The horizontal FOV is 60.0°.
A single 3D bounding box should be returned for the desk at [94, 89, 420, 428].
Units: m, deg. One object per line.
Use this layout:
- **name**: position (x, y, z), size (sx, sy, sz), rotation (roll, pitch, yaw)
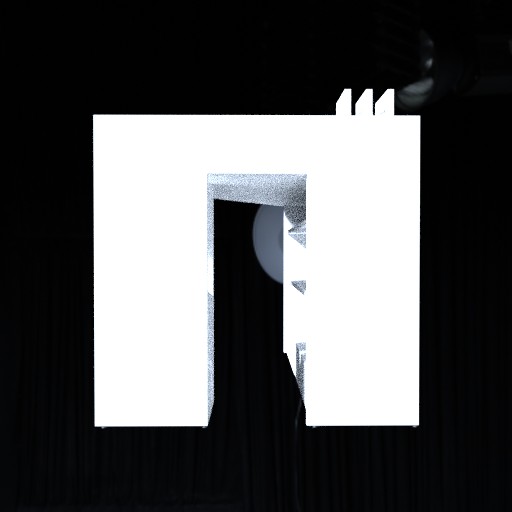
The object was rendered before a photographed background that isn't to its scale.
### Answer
- **desk**: position (0.000, 0.000, 1.751), size (0.940, 0.986, 0.940), rotation (0, 1, 0)
